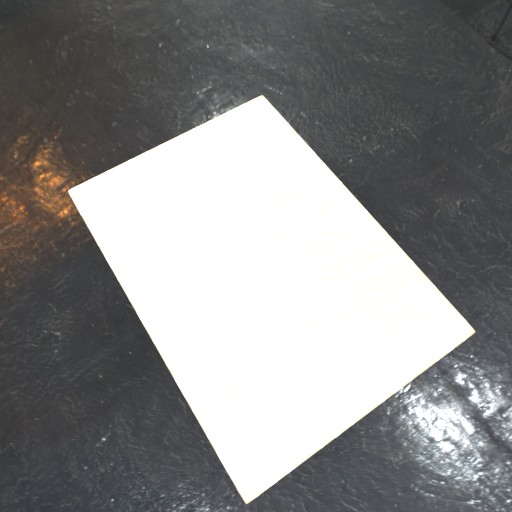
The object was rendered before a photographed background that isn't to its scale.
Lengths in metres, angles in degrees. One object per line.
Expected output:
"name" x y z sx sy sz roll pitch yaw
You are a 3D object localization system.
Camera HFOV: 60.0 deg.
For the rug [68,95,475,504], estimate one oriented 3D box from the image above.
"rug" 0.000 0.000 2.670 1.524 0.010 2.134 -31 68 -14
